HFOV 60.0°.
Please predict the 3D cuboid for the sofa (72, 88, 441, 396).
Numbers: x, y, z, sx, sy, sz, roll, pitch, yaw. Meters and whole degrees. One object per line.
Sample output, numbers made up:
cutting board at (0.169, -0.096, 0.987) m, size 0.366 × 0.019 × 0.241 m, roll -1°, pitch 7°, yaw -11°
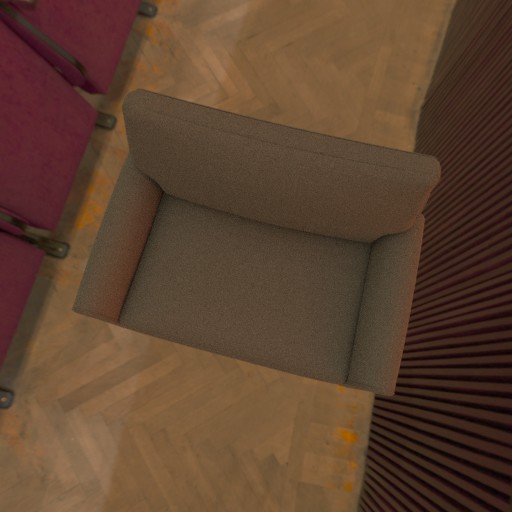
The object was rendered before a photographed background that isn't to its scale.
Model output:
sofa at (0.000, 0.000, 2.043) m, size 1.410 × 0.953 × 0.940 m, roll 14°, pitch 76°, yaw 4°
